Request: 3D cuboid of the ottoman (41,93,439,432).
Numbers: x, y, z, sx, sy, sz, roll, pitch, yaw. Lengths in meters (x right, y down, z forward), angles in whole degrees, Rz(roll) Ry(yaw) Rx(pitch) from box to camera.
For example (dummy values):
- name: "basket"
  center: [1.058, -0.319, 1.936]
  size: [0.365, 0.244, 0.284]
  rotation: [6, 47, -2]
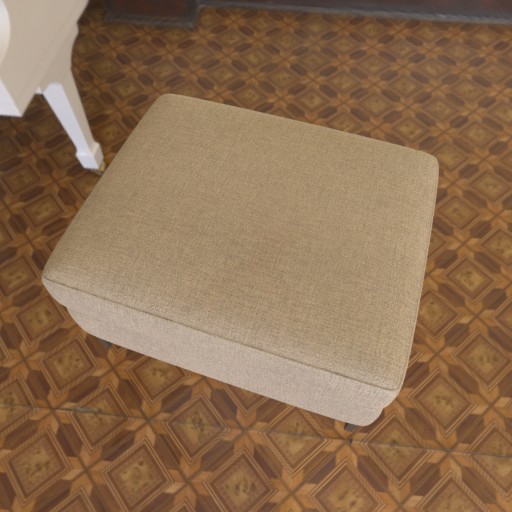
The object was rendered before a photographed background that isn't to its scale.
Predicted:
- name: "ottoman"
  center: [0.000, 0.000, 1.215]
  size: [0.820, 0.490, 0.671]
  rotation: [16, 60, 10]
